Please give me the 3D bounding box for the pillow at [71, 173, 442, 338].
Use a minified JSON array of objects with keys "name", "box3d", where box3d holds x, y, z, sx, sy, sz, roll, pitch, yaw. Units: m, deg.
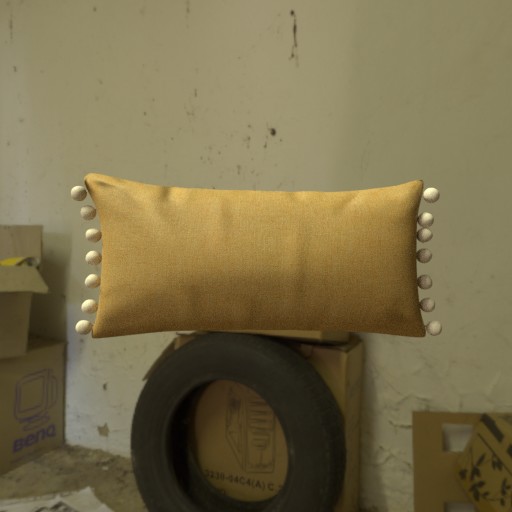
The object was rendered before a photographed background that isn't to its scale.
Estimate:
[{"name":"pillow","box3d":[0.000,0.000,0.862,0.709,0.322,0.201,0,0,1]}]
